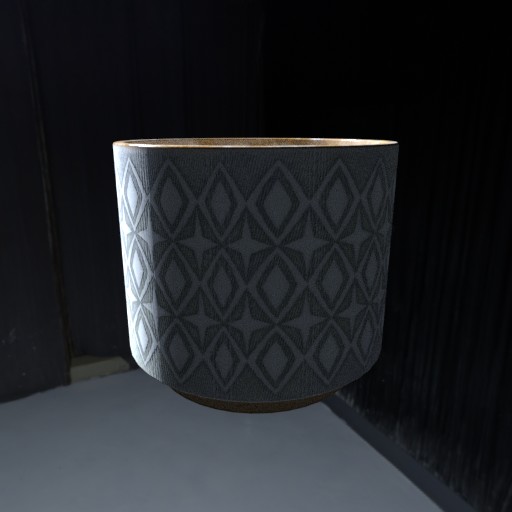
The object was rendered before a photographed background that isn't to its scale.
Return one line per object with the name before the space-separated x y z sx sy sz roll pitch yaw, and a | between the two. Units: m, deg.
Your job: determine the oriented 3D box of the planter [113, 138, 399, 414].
planter | 0.000 0.000 0.443 0.255 0.223 0.255 0 16 0
